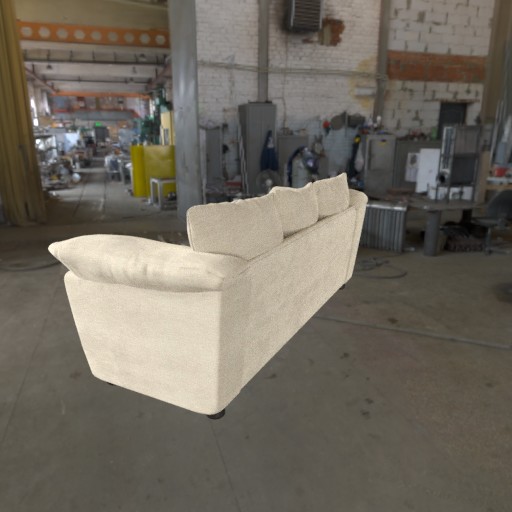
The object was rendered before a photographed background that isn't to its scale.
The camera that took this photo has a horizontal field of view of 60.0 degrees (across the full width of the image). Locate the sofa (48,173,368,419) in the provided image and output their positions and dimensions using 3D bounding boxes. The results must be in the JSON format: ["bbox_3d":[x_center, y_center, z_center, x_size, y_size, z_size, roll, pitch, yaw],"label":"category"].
[{"bbox_3d":[0.000,0.000,2.830,0.893,0.981,2.377,8,17,26],"label":"sofa"}]
